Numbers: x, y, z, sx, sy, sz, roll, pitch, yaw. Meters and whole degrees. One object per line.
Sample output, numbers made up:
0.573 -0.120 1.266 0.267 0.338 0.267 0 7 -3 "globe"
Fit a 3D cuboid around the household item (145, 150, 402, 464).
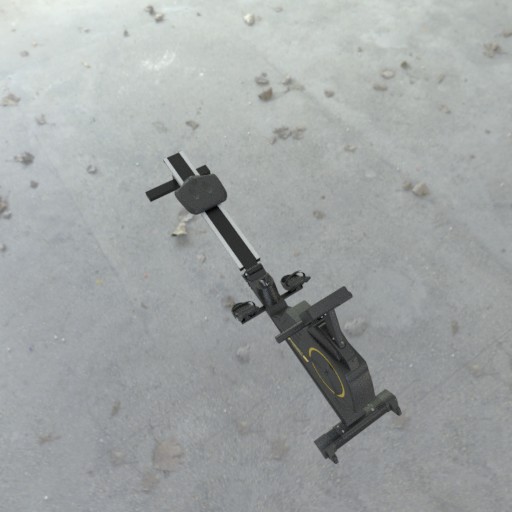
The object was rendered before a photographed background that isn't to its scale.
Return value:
0.000 0.000 2.604 0.521 0.810 2.251 -29 62 -17 "household item"
